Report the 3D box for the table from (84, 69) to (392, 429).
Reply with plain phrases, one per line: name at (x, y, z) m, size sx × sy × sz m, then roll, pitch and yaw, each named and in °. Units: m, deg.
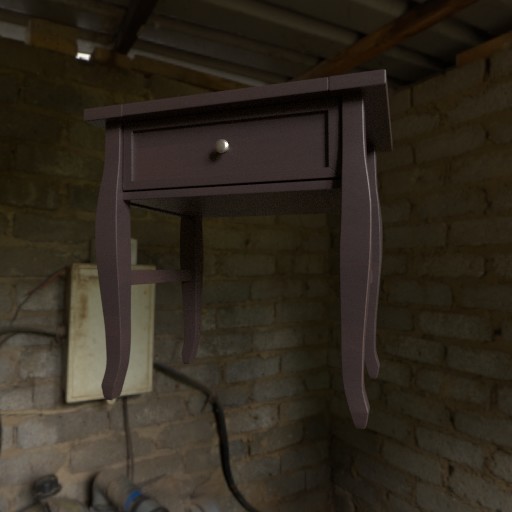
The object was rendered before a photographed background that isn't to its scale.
table at (0.000, 0.000, 1.035) m, size 0.602 × 0.605 × 0.460 m, roll 0°, pitch -1°, yaw 18°
